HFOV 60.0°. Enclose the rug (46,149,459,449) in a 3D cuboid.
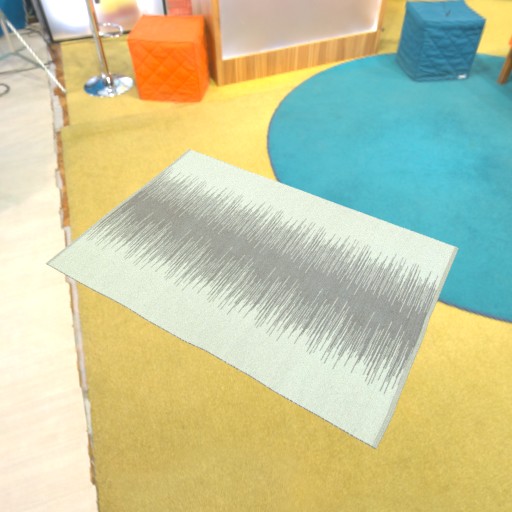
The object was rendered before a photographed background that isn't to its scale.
[{"bbox_3d":[0.000,0.000,2.333,1.815,0.007,1.226,24,51,21],"label":"rug"}]
